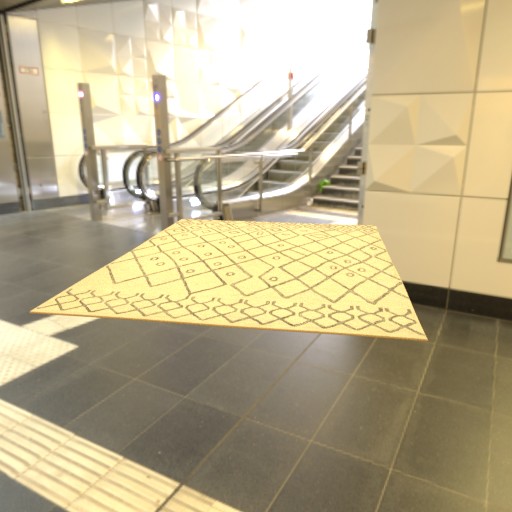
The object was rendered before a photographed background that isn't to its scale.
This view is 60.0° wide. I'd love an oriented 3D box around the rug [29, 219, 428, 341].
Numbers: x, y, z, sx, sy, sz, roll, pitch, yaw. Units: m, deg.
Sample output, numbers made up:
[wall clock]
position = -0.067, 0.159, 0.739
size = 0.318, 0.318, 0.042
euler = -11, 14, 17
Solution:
[rug]
position = 0.000, 0.000, 4.090
size = 2.446, 0.015, 3.046
euler = 3, 16, 9
